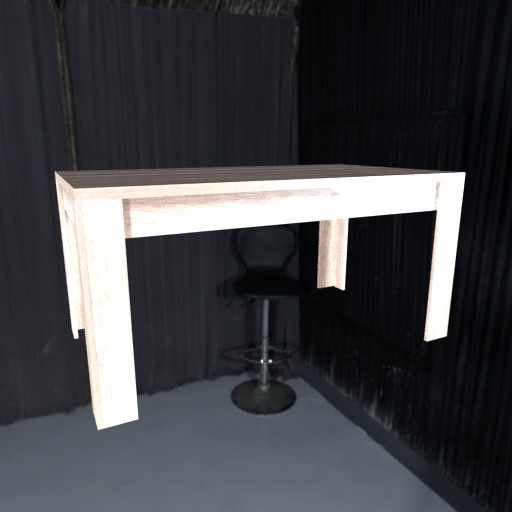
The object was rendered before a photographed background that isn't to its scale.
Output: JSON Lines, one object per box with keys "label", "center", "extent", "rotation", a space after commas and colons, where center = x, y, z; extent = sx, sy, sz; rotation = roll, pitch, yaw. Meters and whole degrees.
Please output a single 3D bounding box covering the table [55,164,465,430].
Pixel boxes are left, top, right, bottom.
{"label": "table", "center": [0.000, 0.000, 2.077], "extent": [1.600, 0.775, 0.900], "rotation": [-7, 16, -26]}
